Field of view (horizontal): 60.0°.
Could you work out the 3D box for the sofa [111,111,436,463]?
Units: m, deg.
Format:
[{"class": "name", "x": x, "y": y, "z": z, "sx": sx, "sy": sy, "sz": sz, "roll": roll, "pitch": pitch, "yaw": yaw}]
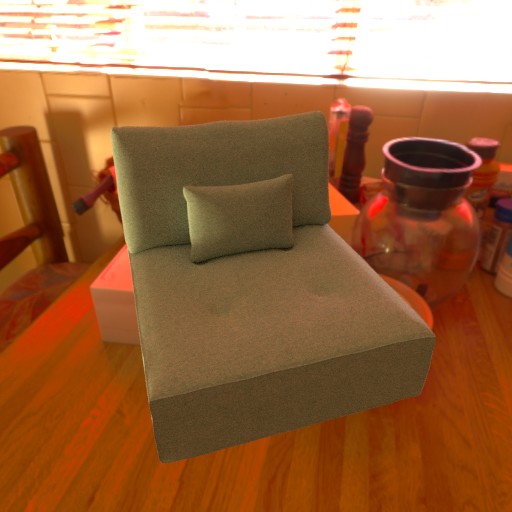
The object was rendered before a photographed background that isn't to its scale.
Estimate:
[{"class": "sofa", "x": 0.000, "y": 0.000, "z": 1.676, "sx": 0.930, "sy": 0.820, "sz": 1.000, "roll": -9, "pitch": 32, "yaw": -15}]
